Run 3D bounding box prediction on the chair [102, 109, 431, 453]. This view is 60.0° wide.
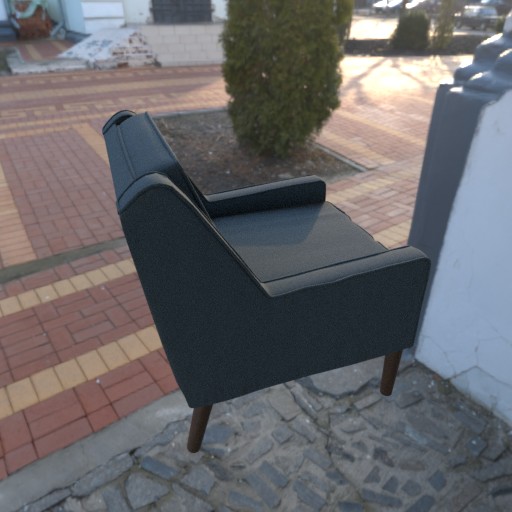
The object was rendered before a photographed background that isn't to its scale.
[{"bbox_3d":[0.000,0.000,1.301,0.733,0.780,0.663,-10,31,-17],"label":"chair"}]
